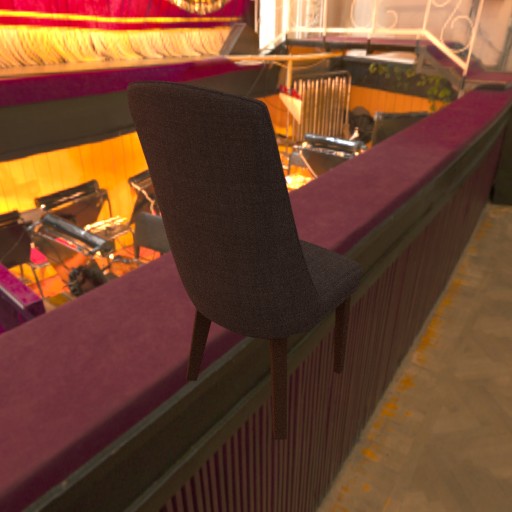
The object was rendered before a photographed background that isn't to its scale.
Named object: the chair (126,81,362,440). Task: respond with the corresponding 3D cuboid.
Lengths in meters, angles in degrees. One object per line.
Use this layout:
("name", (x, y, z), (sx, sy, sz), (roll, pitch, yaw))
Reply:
("chair", (0.000, 0.000, 1.358), (0.510, 1.050, 0.577), (21, 35, 34))
